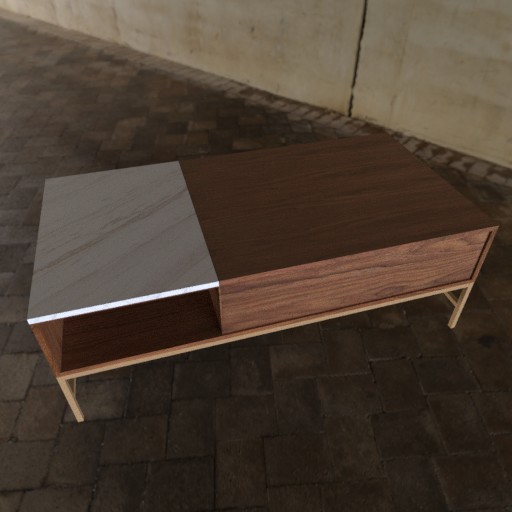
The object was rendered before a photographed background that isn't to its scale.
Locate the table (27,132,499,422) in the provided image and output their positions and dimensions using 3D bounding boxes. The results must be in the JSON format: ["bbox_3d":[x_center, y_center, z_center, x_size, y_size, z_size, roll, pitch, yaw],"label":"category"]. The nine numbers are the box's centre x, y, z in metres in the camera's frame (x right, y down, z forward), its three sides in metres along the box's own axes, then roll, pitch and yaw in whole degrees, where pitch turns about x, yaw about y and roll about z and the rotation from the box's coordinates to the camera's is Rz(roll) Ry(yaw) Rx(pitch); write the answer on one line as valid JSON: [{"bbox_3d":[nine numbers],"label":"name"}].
[{"bbox_3d":[0.000,0.000,1.860,1.553,0.551,0.789,-11,41,-12],"label":"table"}]
